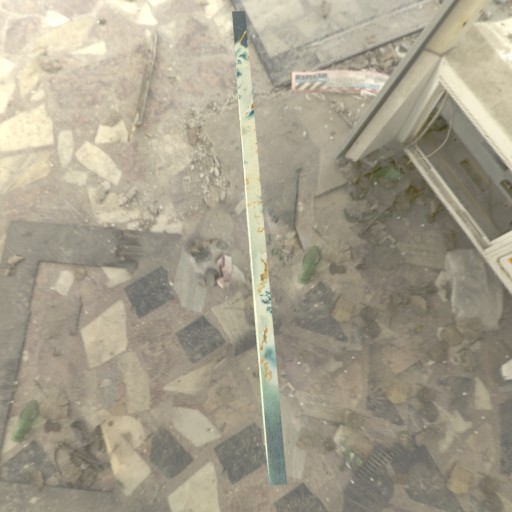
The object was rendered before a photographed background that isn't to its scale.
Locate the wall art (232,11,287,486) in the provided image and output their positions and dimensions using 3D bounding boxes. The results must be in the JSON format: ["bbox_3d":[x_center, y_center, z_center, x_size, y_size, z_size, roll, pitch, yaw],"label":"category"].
[{"bbox_3d":[0.000,0.000,1.394,0.035,0.759,1.138,-4,76,-1],"label":"wall art"}]
